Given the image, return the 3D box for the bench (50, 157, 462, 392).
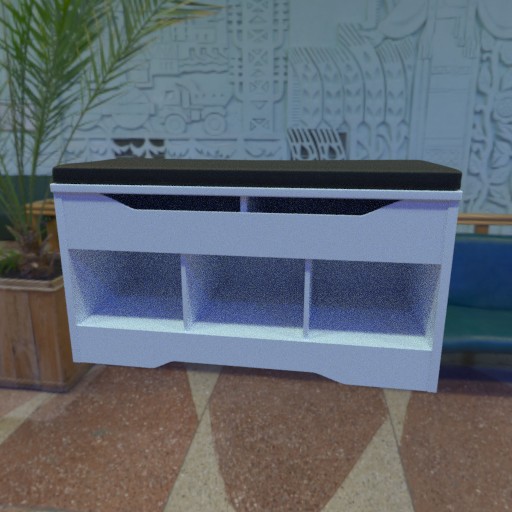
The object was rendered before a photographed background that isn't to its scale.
[{"bbox_3d":[0.000,0.000,1.193,0.899,0.500,0.401,2,15,9],"label":"bench"}]
